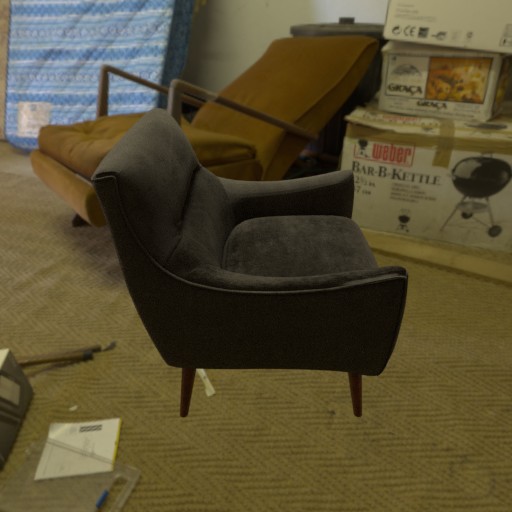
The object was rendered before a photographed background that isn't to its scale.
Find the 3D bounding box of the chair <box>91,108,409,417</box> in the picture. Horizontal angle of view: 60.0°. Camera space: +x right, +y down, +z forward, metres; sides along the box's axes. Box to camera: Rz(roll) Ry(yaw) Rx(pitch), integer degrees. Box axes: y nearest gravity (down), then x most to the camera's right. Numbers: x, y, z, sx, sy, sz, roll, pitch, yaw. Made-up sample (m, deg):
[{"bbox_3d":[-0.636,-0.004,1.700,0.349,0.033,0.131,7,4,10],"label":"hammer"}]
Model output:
[{"bbox_3d":[0.000,0.000,1.465,0.787,0.838,0.762,0,31,0],"label":"chair"}]
